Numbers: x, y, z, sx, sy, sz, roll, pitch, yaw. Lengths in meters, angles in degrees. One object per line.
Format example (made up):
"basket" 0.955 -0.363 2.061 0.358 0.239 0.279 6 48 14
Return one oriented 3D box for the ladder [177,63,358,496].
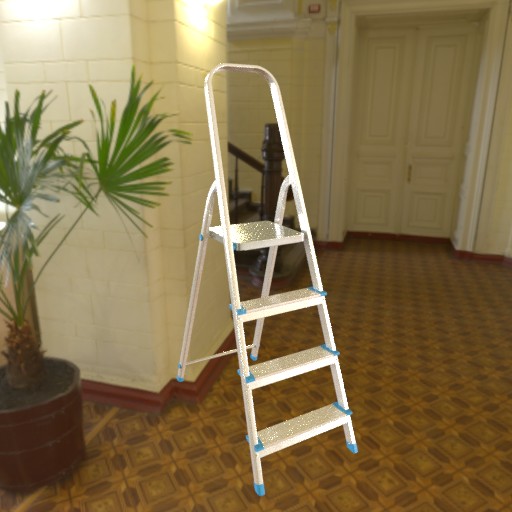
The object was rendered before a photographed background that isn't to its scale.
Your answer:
"ladder" 0.000 0.000 1.765 0.445 1.434 0.842 -9 19 -28
